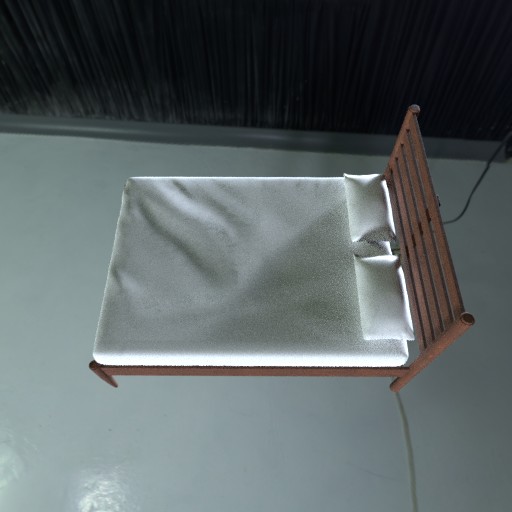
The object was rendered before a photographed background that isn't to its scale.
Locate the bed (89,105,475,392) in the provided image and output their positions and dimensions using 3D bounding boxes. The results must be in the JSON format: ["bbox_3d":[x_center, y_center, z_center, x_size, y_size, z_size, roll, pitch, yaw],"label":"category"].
[{"bbox_3d":[0.000,0.000,3.031,2.093,1.304,1.509,0,59,0],"label":"bed"}]
